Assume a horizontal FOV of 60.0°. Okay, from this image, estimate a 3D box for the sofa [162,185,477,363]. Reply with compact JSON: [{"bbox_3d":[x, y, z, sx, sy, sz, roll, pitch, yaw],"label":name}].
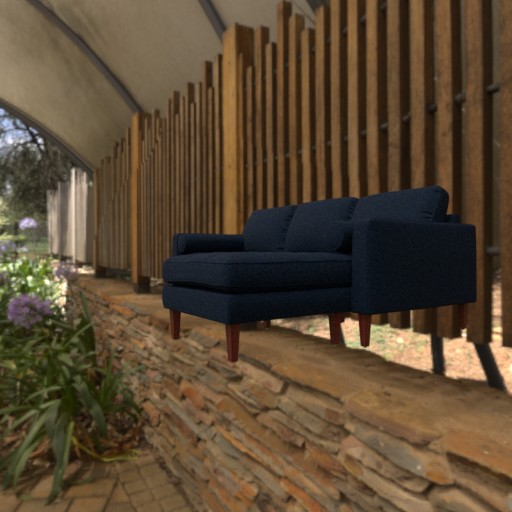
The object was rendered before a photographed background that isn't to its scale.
[{"bbox_3d":[0.000,0.000,2.968,1.613,0.841,2.185,0,1,-35],"label":"sofa"}]
